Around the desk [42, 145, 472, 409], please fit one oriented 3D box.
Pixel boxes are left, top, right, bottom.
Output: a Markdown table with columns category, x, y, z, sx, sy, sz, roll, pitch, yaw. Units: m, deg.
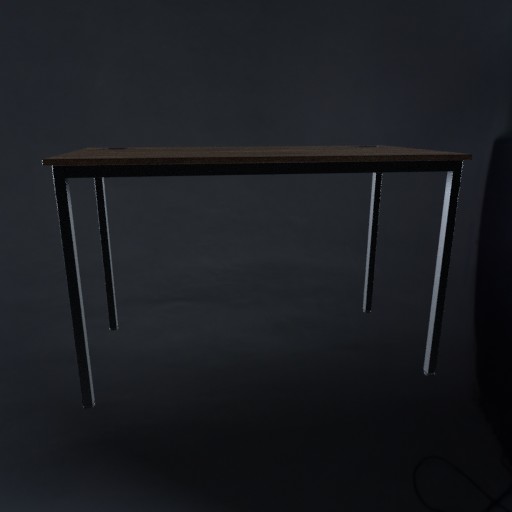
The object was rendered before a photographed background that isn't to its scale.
| category | x | y | z | sx | sy | sz | roll | pitch | yaw |
| --- | --- | --- | --- | --- | --- | --- | --- | --- | --- |
| desk | 0.000 | 0.000 | 1.608 | 1.200 | 0.749 | 0.600 | -3 | 17 | -9 |
